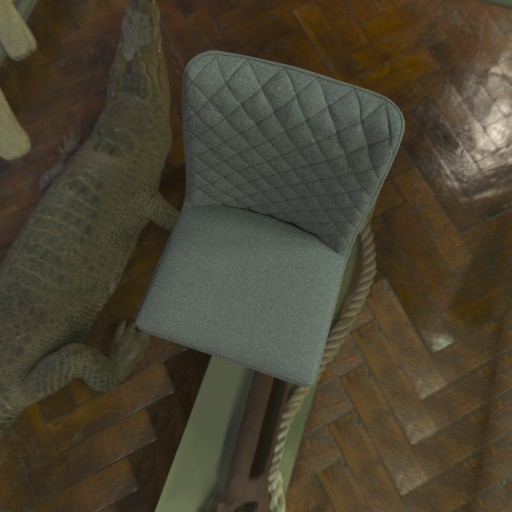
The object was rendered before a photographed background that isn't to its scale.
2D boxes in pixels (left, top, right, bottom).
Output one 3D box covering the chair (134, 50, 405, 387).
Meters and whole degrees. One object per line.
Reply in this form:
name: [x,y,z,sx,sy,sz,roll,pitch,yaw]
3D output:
chair: [0.000,0.000,1.232,0.508,0.889,0.587,18,77,4]
